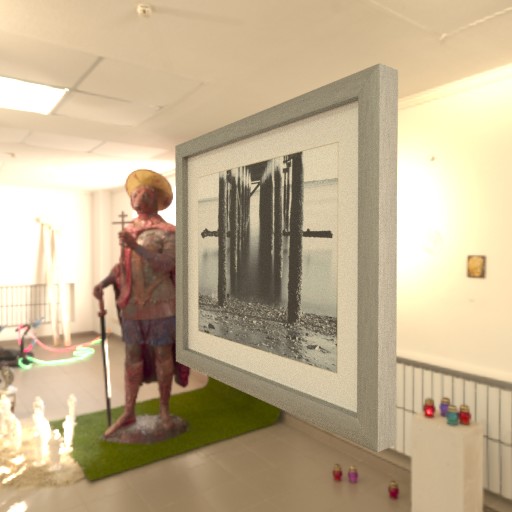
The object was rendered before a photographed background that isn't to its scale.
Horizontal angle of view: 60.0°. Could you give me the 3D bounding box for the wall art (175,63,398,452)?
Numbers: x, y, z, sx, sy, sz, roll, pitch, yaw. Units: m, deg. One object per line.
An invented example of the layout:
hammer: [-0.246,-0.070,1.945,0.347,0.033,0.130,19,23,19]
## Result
wall art: [0.000,0.000,0.535,0.028,0.330,0.380,-1,1,-37]
